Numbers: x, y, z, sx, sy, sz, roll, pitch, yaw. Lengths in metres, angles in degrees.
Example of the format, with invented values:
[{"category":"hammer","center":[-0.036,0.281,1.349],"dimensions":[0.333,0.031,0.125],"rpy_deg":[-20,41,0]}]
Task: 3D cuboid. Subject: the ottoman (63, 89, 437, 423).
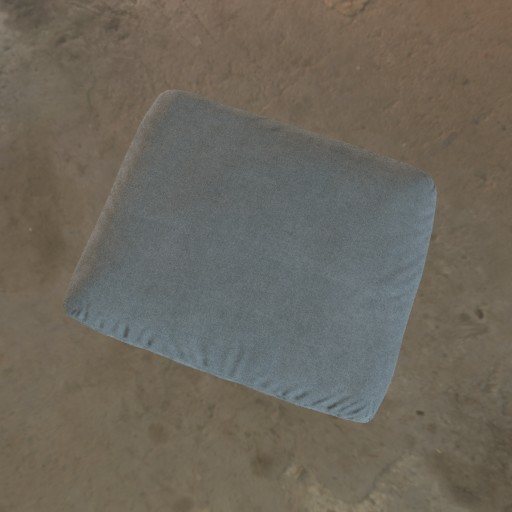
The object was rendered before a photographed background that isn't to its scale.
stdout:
[{"category":"ottoman","center":[0.000,0.000,1.252],"dimensions":[0.837,0.481,0.683],"rpy_deg":[19,77,5]}]
